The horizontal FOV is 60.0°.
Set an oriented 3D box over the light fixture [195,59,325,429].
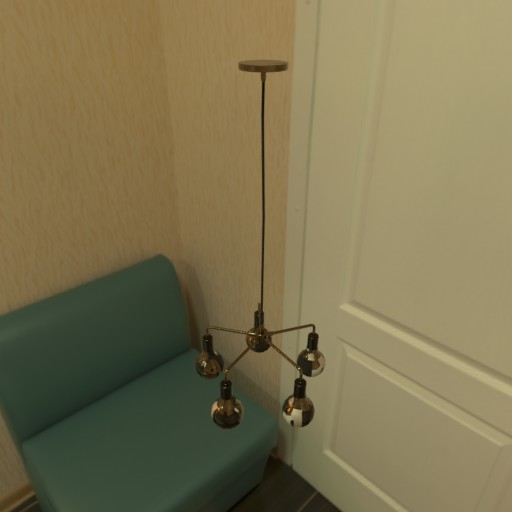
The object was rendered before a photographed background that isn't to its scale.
[{"bbox_3d":[0.000,0.000,1.226,0.421,0.988,0.438,8,31,14],"label":"light fixture"}]
